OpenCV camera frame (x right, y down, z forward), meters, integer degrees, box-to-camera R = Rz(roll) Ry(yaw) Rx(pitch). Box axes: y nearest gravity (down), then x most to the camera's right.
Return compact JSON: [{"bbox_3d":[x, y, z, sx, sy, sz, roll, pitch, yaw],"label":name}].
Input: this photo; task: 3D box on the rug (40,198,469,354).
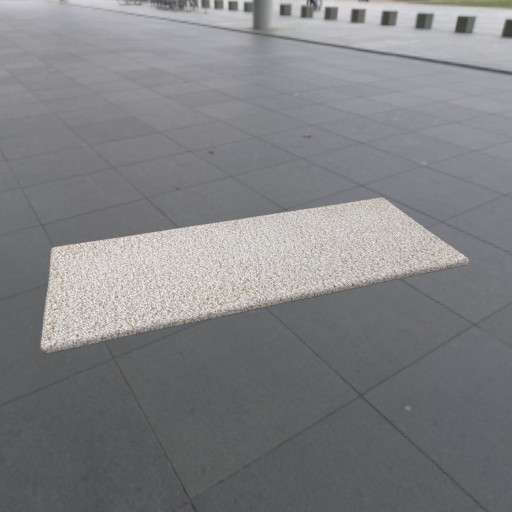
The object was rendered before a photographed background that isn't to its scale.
[{"bbox_3d":[0.000,0.000,1.736,1.524,0.030,0.609,-10,33,-16],"label":"rug"}]
